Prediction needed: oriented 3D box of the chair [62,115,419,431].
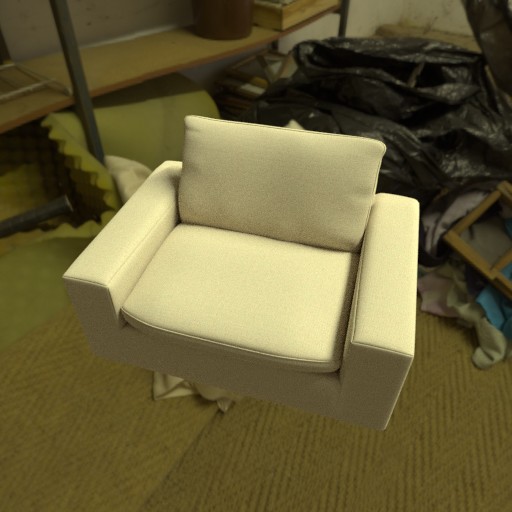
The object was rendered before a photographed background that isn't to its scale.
[{"bbox_3d":[0.000,0.000,2.048,1.398,0.915,1.039,11,43,12],"label":"chair"}]
